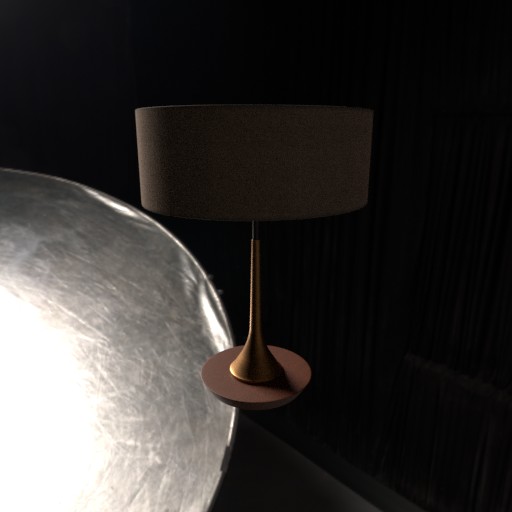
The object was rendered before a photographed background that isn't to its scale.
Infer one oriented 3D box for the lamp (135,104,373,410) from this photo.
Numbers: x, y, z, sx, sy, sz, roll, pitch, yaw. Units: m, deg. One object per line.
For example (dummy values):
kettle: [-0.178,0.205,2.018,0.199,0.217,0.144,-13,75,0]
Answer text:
lamp: [0.000,0.000,0.854,0.417,0.551,0.396,-14,21,-42]
